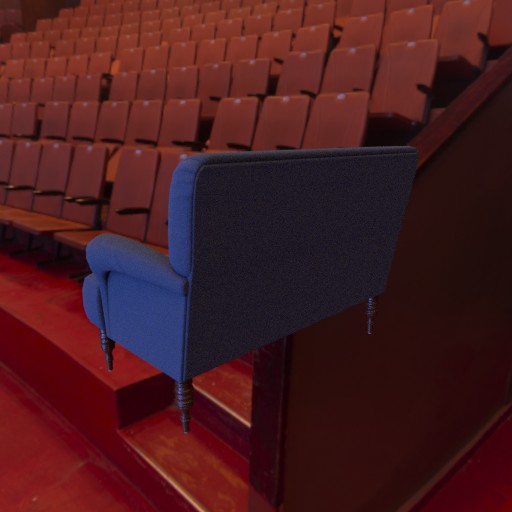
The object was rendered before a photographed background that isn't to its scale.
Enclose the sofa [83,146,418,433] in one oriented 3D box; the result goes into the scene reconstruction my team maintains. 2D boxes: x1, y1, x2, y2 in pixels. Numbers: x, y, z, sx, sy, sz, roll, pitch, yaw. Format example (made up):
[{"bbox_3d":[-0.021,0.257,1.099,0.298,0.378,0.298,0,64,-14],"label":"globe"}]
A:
[{"bbox_3d":[0.000,0.000,1.853,1.297,0.889,0.779,-14,21,-42],"label":"sofa"}]
